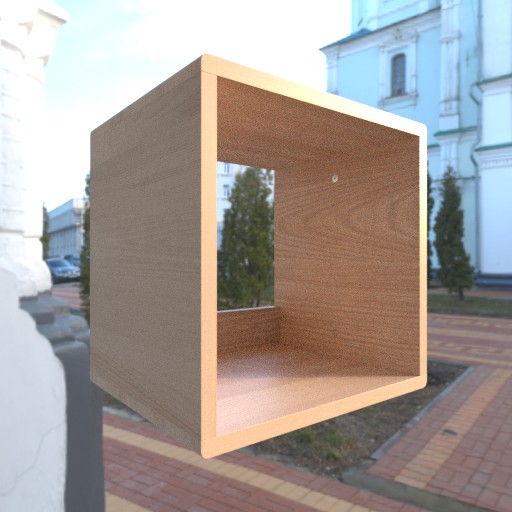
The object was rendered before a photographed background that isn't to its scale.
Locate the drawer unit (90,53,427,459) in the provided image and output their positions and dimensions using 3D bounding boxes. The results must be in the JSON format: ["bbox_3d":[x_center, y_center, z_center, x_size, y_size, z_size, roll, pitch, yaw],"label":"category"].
[{"bbox_3d":[0.000,0.000,0.592,0.344,0.344,0.290,0,0,-38],"label":"drawer unit"}]
